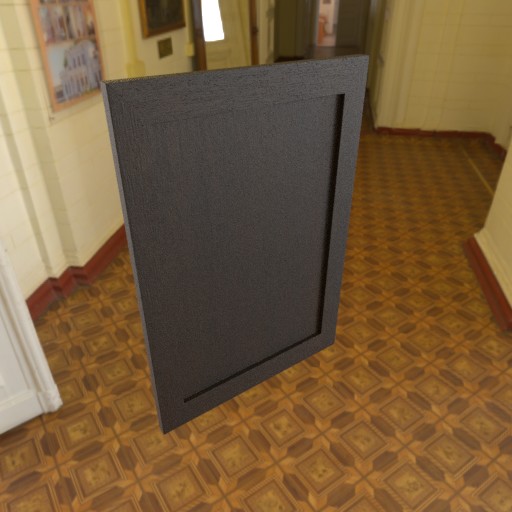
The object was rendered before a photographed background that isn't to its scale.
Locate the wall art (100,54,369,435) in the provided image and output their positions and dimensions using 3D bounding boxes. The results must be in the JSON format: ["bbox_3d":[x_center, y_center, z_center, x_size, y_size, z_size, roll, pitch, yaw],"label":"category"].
[{"bbox_3d":[0.000,0.000,0.645,0.359,0.513,0.017,-20,36,-29],"label":"wall art"}]
